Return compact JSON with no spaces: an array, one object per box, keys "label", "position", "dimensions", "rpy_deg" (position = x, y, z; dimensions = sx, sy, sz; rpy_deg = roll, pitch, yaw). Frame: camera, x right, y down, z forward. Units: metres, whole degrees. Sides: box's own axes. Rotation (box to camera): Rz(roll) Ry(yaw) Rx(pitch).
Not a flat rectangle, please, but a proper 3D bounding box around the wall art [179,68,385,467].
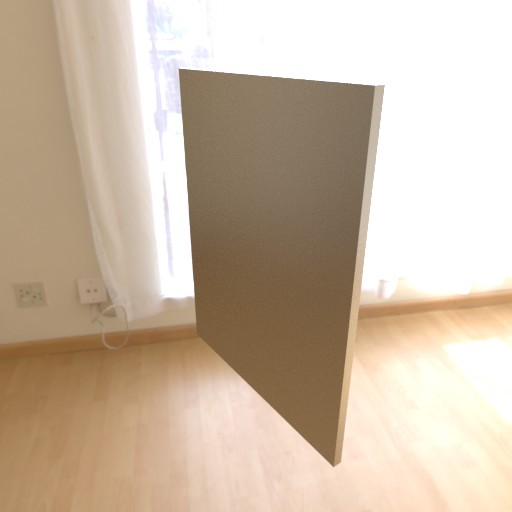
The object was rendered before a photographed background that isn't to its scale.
[{"label":"wall art","position":[0.000,0.000,1.377],"dimensions":[0.030,1.046,0.816],"rpy_deg":[-17,31,-32]}]
